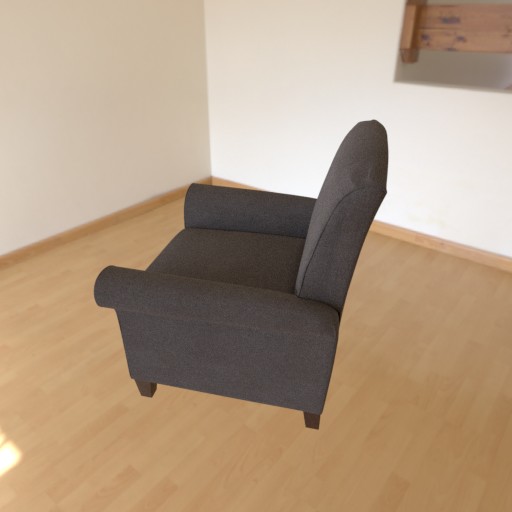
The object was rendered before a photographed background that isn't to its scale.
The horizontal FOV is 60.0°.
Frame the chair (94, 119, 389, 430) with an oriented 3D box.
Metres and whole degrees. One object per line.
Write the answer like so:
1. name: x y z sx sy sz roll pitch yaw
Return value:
1. chair: 0.000 0.000 1.810 0.905 1.061 0.978 7 30 12
